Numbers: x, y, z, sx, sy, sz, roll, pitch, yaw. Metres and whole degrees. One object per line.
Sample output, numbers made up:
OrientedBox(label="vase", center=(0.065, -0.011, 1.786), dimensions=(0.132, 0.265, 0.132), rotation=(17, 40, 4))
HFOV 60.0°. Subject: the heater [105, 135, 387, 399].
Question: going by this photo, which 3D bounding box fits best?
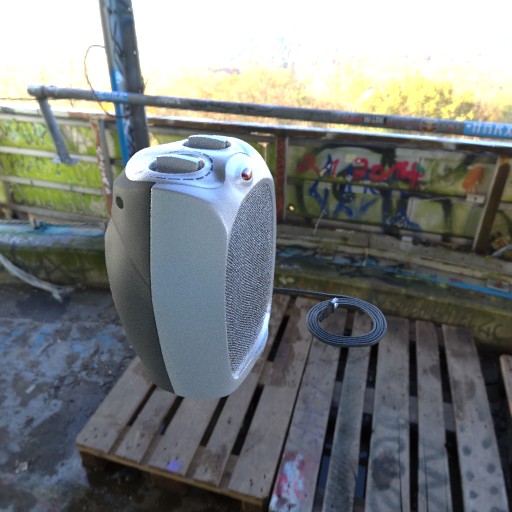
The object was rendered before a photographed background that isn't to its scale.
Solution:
OrientedBox(label="heater", center=(0.000, 0.000, 0.465), dimensions=(0.291, 0.240, 0.239), rotation=(10, 32, 16))
